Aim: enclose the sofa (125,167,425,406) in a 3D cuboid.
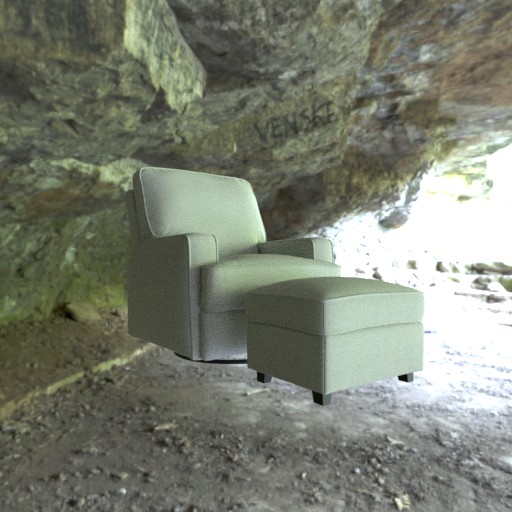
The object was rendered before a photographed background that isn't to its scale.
[{"bbox_3d":[0.000,0.000,2.106,0.861,0.959,1.472,0,0,-36],"label":"sofa"}]
